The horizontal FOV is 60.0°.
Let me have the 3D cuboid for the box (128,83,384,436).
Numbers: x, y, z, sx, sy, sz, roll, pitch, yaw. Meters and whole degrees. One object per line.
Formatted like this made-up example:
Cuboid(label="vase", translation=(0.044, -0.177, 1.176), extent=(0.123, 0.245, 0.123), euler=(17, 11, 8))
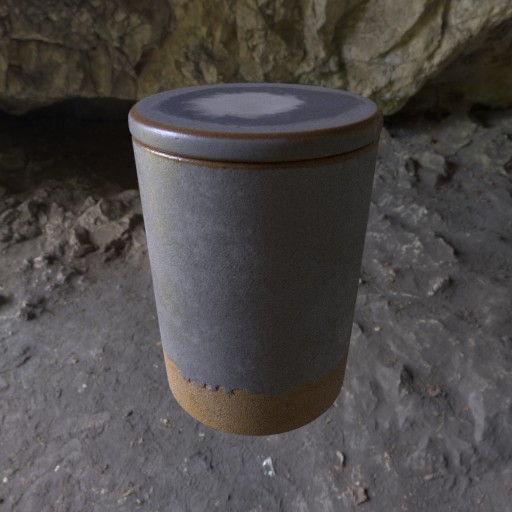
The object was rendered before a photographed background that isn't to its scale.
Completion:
Cuboid(label="box", translation=(0.000, 0.000, 0.250), extent=(0.118, 0.168, 0.118), euler=(0, 30, 0))
